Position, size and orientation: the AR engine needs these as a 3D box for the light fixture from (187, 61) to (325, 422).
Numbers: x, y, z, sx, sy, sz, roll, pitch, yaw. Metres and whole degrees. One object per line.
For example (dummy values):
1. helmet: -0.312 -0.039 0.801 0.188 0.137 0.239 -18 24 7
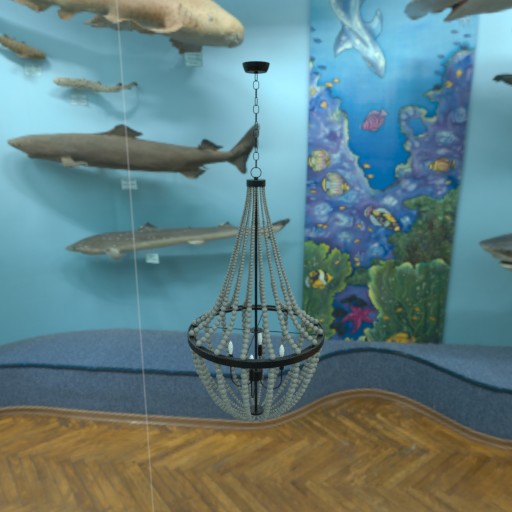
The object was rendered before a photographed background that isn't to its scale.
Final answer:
1. light fixture: 0.000 0.000 1.405 0.450 1.133 0.450 0 15 0
